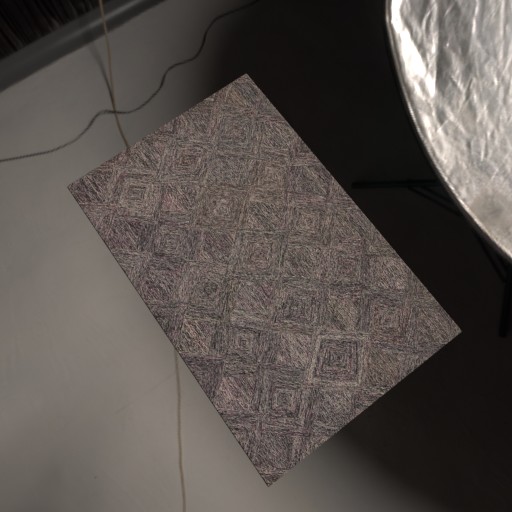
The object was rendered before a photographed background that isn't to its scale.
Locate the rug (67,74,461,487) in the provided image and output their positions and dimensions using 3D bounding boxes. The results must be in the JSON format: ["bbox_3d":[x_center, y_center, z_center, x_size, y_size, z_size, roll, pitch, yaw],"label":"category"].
[{"bbox_3d":[0.000,0.000,2.886,1.501,0.017,2.298,-35,78,-8],"label":"rug"}]
